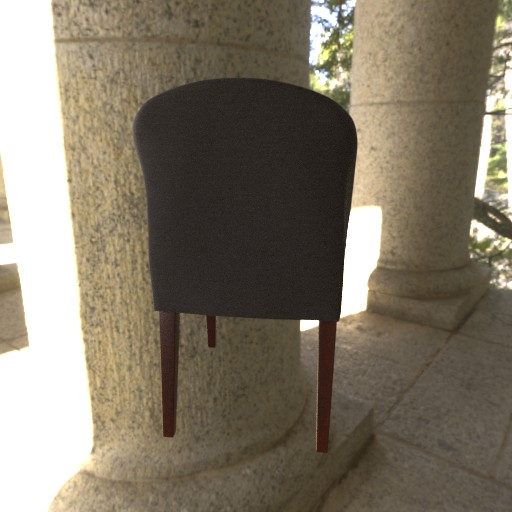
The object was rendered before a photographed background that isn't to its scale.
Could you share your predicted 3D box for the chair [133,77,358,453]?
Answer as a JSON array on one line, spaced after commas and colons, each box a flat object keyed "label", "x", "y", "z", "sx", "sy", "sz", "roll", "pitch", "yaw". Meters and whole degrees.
[{"label": "chair", "x": 0.000, "y": 0.000, "z": 1.264, "sx": 0.506, "sy": 0.879, "sz": 0.619, "roll": 2, "pitch": 15, "yaw": 8}]
